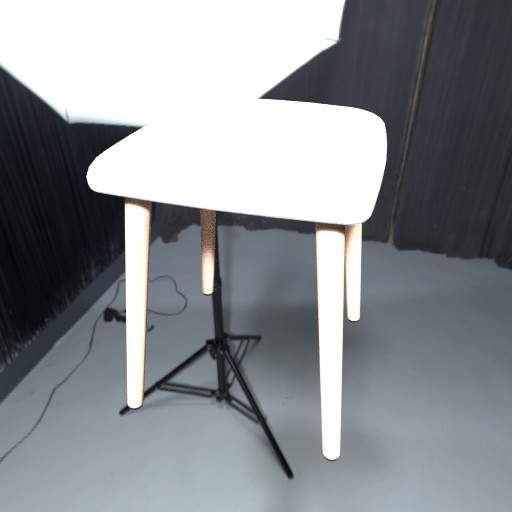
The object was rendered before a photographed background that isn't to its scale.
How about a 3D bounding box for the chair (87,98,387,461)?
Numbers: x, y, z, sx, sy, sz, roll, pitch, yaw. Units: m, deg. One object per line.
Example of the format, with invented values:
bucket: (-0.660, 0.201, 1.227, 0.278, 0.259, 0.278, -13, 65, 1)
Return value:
chair: (0.000, 0.000, 0.707, 0.350, 0.440, 0.350, 9, 33, 14)
